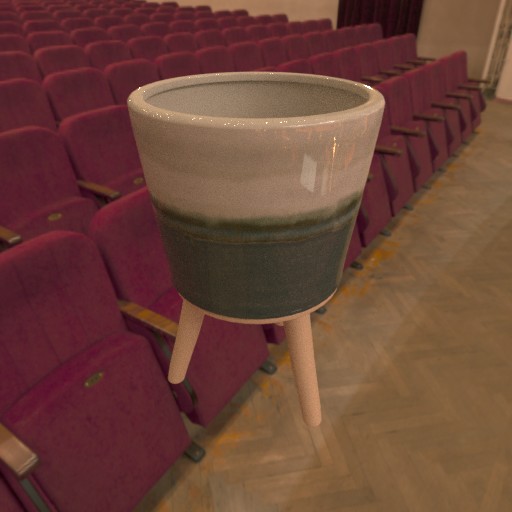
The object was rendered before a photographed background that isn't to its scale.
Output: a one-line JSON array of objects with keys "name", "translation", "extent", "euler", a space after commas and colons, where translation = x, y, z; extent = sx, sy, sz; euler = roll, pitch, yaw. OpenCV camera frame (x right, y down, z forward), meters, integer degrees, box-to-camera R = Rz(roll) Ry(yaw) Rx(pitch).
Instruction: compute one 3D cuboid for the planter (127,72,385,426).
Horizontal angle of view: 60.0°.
[{"name": "planter", "translation": [0.000, 0.000, 0.466], "extent": [0.217, 0.331, 0.217], "euler": [19, 36, 29]}]
